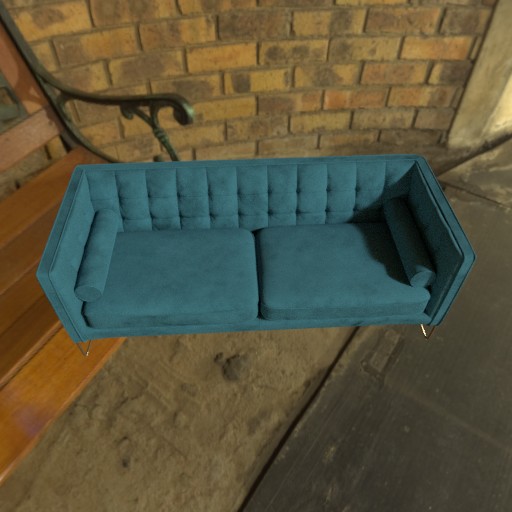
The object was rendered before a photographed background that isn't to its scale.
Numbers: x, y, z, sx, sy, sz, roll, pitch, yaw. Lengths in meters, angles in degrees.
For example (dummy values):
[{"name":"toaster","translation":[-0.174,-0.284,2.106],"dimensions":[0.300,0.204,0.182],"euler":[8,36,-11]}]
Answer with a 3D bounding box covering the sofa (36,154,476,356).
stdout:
[{"name":"sofa","translation":[0.000,0.000,2.607],"dimensions":[2.087,0.789,0.867],"euler":[-2,47,-2]}]
